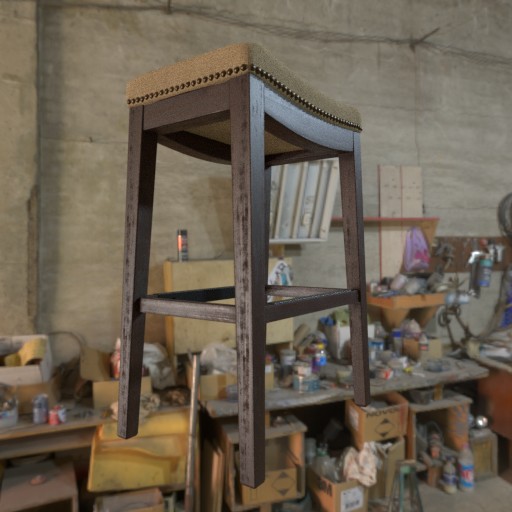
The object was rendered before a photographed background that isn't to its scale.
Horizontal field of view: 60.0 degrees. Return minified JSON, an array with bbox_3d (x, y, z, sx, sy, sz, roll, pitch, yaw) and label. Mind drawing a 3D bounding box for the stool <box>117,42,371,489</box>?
[{"bbox_3d":[0.000,0.000,1.038,0.363,0.768,0.509,0,1,36],"label":"stool"}]
